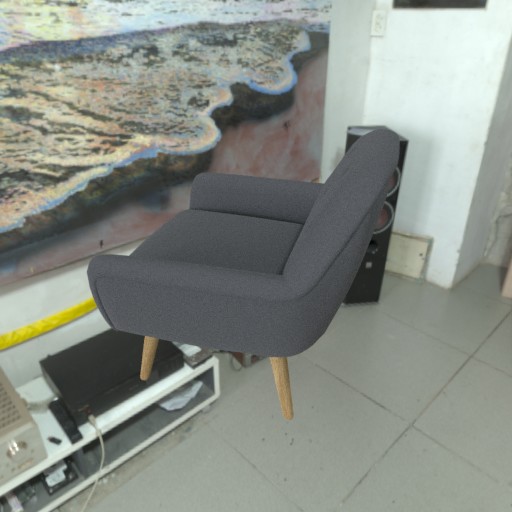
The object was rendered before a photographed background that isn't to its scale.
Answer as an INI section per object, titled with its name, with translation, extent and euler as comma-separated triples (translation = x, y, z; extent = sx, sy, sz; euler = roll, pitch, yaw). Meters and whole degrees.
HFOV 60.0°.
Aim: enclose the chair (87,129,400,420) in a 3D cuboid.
[chair]
translation = 0.000, 0.000, 1.436
extent = 0.779, 0.800, 0.770
euler = 8, 30, 14
